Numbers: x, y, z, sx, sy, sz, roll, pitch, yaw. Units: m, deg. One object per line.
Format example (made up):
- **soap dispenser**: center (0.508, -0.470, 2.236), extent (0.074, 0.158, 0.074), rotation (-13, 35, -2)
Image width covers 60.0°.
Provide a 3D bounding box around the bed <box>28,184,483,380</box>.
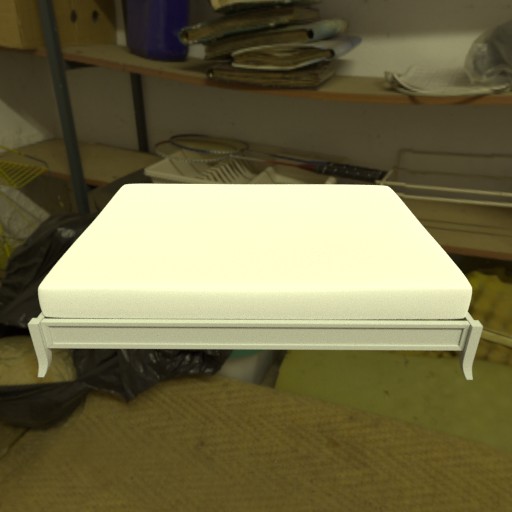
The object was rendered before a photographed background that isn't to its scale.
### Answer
- **bed**: center (0.000, 0.000, 2.741), extent (2.108, 0.510, 1.604), rotation (0, 27, 0)
